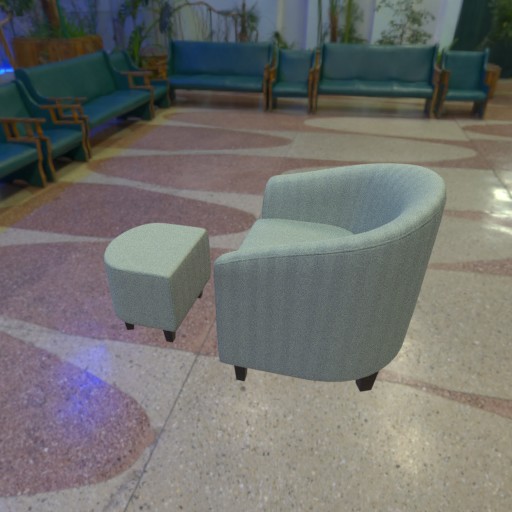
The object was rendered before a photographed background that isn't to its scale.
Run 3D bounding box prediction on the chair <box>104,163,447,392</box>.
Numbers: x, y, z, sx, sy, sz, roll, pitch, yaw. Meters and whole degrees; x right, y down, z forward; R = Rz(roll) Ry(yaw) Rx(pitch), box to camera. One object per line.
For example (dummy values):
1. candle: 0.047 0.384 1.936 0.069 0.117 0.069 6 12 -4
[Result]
1. chair: 0.000 0.000 1.769 1.288 0.757 0.756 8 32 13
